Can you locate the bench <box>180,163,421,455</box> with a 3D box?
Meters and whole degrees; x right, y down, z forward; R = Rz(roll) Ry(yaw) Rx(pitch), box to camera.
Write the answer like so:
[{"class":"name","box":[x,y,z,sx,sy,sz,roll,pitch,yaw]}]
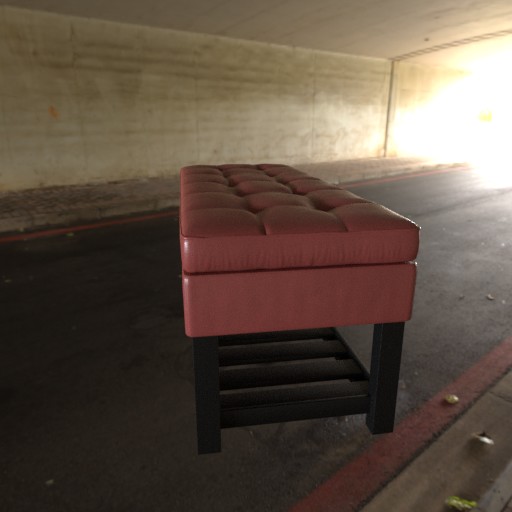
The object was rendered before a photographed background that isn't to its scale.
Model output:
[{"class":"bench","box":[0.000,0.000,1.327,0.432,0.460,1.105,-3,17,-9]}]
